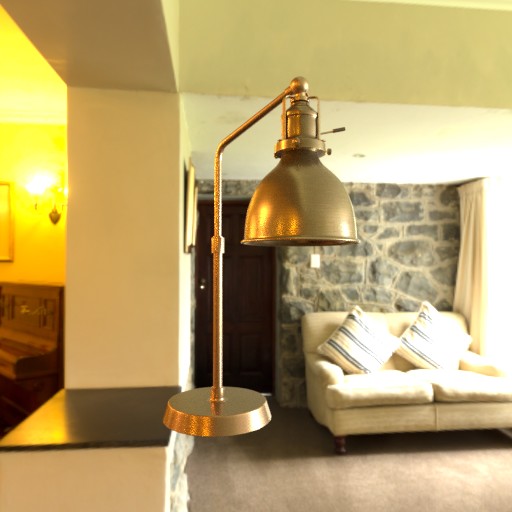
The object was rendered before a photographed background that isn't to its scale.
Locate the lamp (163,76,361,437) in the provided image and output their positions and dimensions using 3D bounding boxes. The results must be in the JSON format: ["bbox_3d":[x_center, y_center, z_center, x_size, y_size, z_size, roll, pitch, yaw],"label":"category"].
[{"bbox_3d":[0.000,0.000,0.600,0.286,0.456,0.153,-1,-2,34],"label":"lamp"}]
